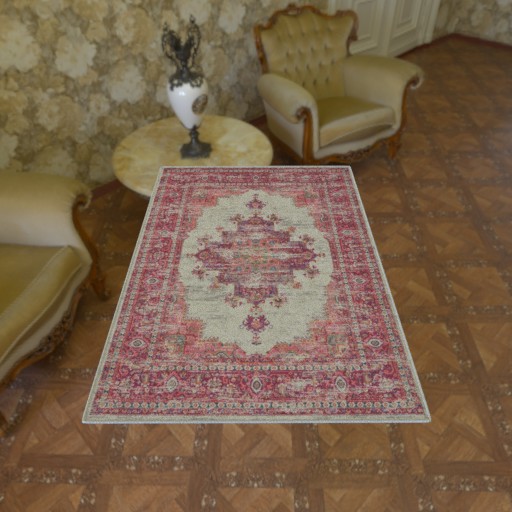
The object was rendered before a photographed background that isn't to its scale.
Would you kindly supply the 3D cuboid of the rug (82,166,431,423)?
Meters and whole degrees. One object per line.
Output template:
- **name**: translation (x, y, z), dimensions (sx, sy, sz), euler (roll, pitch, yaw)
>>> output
- **rug**: translation (0.000, 0.000, 3.606), dimensions (2.005, 0.014, 2.878), euler (0, 41, 0)
